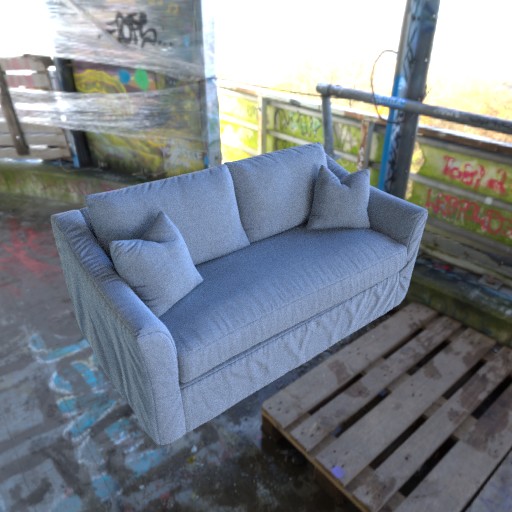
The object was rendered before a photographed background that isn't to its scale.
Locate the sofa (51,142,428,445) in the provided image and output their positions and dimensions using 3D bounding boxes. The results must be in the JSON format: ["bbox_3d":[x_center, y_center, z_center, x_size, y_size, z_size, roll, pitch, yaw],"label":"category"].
[{"bbox_3d":[0.000,0.000,2.716,2.010,1.018,1.072,-22,37,-32],"label":"sofa"}]
